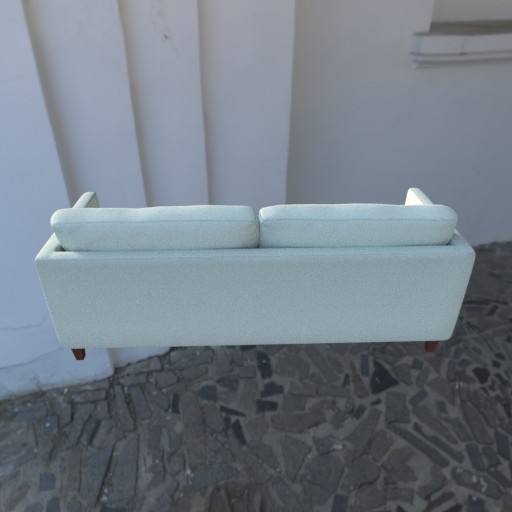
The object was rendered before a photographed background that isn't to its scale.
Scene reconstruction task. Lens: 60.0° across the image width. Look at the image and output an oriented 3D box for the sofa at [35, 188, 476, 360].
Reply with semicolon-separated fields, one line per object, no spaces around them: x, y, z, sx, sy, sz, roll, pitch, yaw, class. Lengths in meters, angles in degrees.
0.000;0.000;2.931;2.434;0.965;0.948;-1;32;-2;sofa
